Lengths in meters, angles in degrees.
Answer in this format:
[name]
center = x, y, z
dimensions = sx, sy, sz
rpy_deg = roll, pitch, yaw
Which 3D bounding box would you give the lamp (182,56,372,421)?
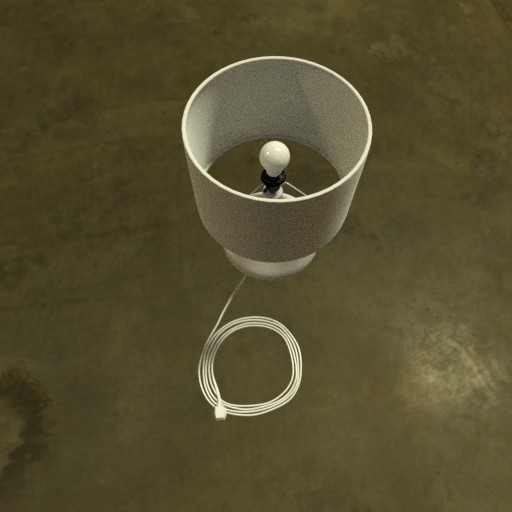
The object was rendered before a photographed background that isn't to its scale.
[lamp]
center = 0.000, 0.000, 0.857
dimensions = 0.401, 0.457, 0.546
rpy_deg = 33, 68, 15
